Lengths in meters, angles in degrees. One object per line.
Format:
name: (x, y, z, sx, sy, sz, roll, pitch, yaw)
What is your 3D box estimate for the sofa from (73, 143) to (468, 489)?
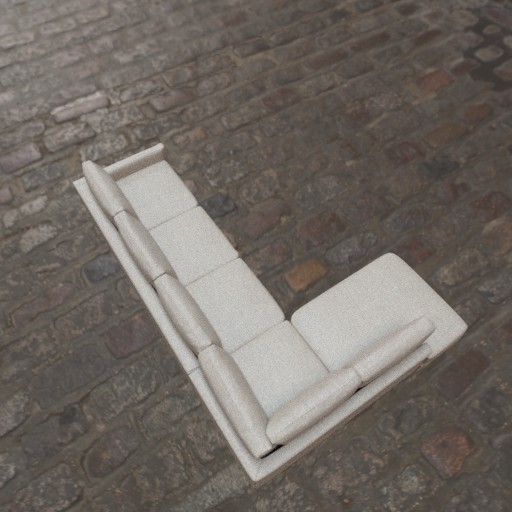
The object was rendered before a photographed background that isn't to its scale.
sofa: (0.000, 0.000, 3.075, 1.617, 0.703, 2.423, -30, 63, -17)
